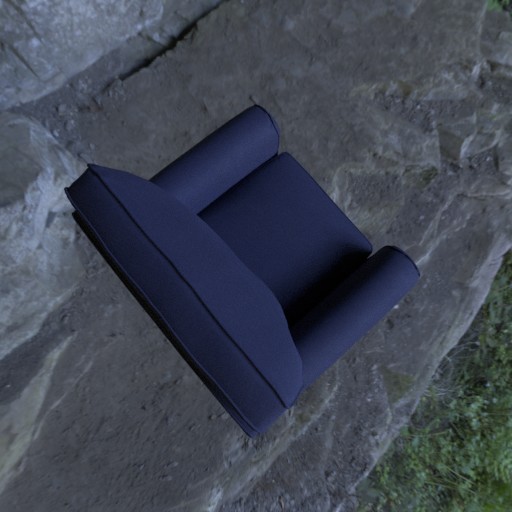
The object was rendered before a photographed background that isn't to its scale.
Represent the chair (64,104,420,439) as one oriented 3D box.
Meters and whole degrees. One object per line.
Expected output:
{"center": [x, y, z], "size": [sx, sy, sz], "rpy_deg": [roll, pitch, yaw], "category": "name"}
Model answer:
{"center": [0.000, 0.000, 1.949], "size": [1.002, 1.140, 1.119], "rpy_deg": [-40, 79, -9], "category": "chair"}
